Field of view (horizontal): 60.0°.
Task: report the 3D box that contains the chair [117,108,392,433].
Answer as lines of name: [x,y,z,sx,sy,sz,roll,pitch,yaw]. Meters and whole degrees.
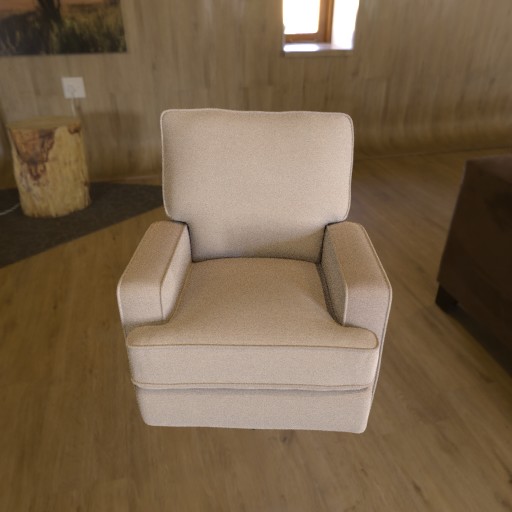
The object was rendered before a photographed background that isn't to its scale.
chair: [0.000,0.000,1.671,0.861,0.964,0.969,1,30,1]
